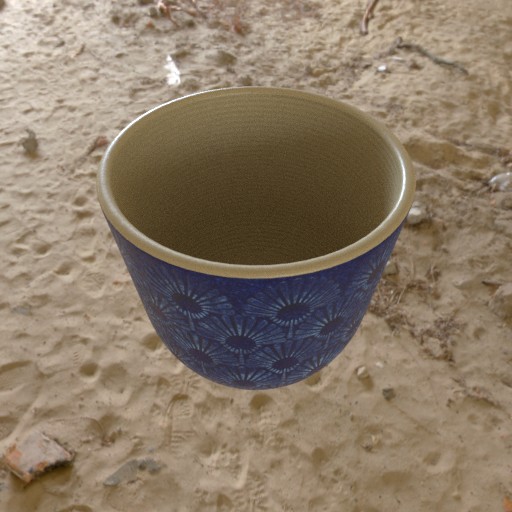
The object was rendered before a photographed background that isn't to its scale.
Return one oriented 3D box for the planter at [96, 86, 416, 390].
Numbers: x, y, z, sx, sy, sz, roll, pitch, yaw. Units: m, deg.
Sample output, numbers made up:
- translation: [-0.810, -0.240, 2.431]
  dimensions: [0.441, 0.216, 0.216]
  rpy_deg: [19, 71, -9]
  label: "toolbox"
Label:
- translation: [0.000, 0.000, 0.362]
  dimensions: [0.206, 0.190, 0.206]
  rpy_deg: [0, 47, 0]
  label: "planter"
